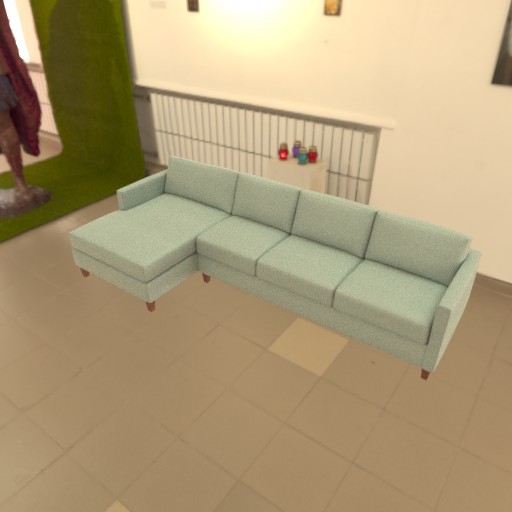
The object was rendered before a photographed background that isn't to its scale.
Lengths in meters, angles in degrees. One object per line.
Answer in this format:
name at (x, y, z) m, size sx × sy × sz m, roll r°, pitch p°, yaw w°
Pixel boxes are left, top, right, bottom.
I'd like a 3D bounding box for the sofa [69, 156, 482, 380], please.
sofa at (0.000, 0.000, 4.074) m, size 3.470 × 0.953 × 1.600 m, roll 21°, pitch 38°, yaw 29°
